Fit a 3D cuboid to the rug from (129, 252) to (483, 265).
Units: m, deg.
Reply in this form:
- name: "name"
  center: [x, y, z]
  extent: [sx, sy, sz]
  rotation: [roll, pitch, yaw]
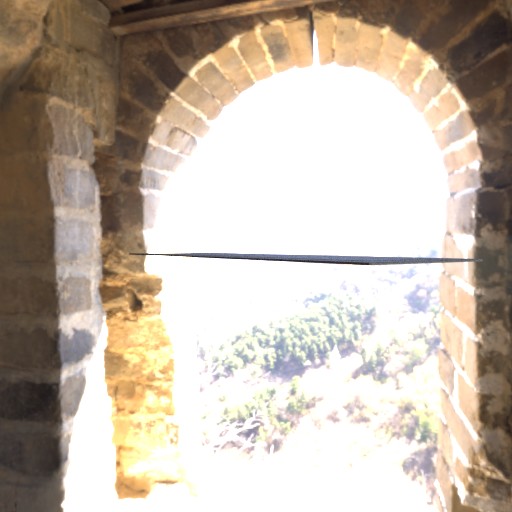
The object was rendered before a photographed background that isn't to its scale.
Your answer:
- name: "rug"
  center: [0.000, 0.000, 2.738]
  extent: [0.759, 0.012, 2.430]
  rotation: [-1, 2, -35]
